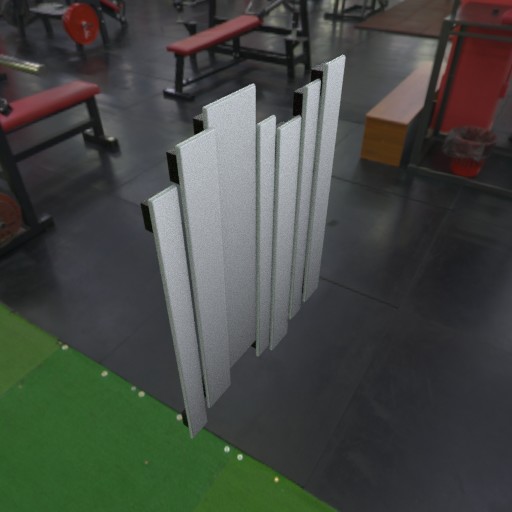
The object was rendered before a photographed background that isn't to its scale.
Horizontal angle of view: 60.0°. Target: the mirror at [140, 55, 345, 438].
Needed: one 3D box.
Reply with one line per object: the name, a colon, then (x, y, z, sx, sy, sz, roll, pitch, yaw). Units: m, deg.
mirror: (0.000, 0.000, 0.800, 0.058, 0.611, 0.445, 24, 45, 26)
